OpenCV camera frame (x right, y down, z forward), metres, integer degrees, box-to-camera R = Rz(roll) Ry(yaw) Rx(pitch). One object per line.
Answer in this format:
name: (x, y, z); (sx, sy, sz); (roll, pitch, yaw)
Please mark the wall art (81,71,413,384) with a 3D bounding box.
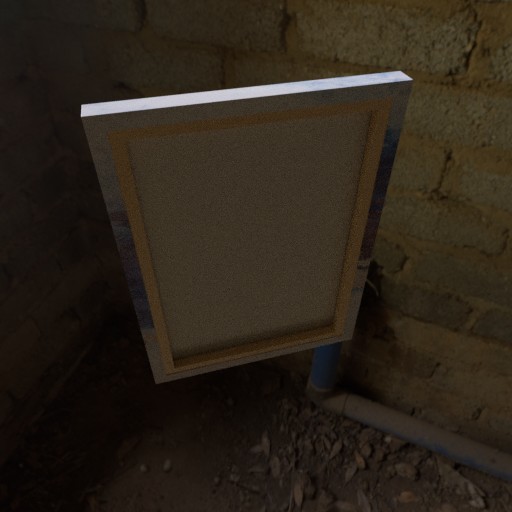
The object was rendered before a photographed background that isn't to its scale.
wall art: (0.000, 0.000, 0.773); (0.437, 0.581, 0.036); (-10, 43, -11)
